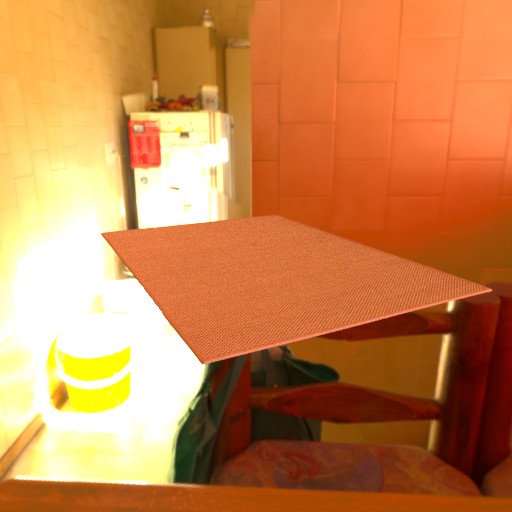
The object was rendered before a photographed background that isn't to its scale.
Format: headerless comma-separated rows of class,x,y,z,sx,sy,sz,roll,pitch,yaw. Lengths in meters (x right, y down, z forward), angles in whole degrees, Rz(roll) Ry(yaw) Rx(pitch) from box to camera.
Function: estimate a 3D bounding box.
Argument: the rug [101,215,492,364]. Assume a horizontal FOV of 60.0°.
rug,0.000,0.000,2.745,1.524,0.013,2.134,-8,18,-26
